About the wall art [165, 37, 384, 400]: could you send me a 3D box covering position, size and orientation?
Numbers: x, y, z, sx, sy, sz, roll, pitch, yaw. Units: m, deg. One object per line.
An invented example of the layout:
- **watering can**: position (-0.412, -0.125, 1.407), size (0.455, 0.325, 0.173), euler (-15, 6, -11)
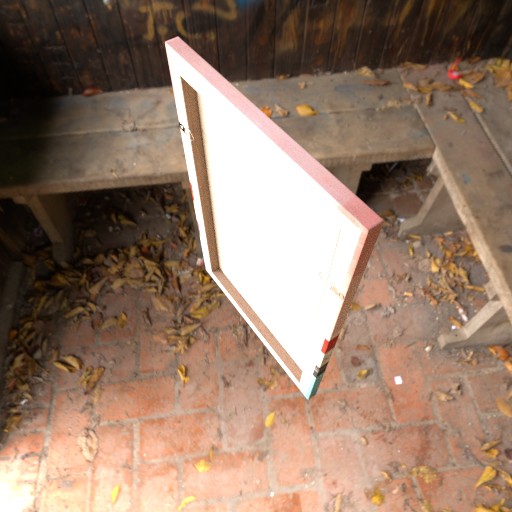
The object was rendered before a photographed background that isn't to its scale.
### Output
- **wall art**: position (0.000, 0.000, 1.182), size (0.038, 0.914, 0.610), euler (-31, 62, -19)
